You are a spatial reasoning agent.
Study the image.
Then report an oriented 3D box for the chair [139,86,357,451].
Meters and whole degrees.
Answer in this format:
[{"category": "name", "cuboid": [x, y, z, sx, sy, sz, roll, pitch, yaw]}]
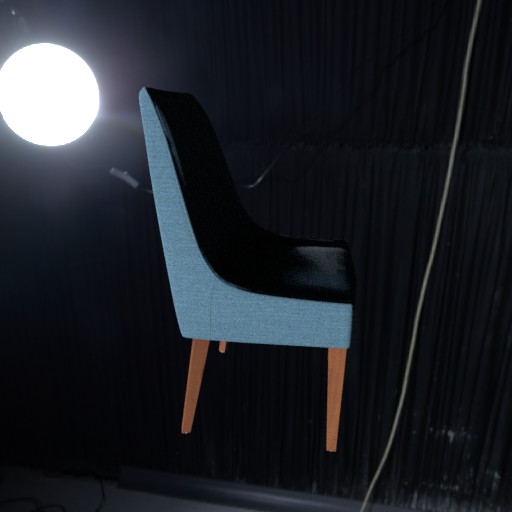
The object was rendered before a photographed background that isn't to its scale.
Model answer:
[{"category": "chair", "cuboid": [0.000, 0.000, 1.221, 0.544, 0.861, 0.529, 3, 18, 9]}]
